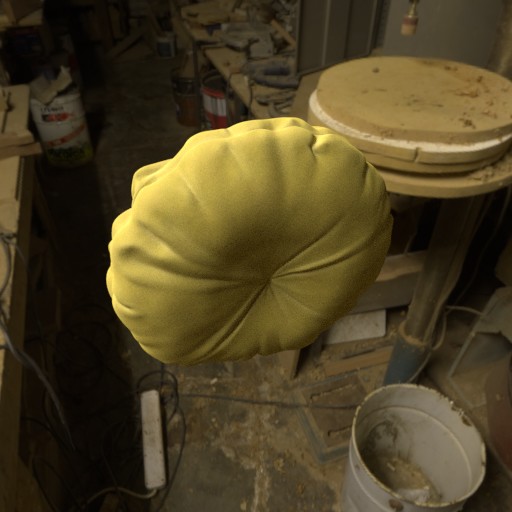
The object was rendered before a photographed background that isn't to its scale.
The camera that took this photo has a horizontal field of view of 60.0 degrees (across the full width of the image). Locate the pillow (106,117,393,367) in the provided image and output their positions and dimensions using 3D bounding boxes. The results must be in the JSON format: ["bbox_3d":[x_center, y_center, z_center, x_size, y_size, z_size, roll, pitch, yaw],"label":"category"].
[{"bbox_3d":[0.000,0.000,0.650,0.428,0.407,0.148,-12,42,-14],"label":"pillow"}]
